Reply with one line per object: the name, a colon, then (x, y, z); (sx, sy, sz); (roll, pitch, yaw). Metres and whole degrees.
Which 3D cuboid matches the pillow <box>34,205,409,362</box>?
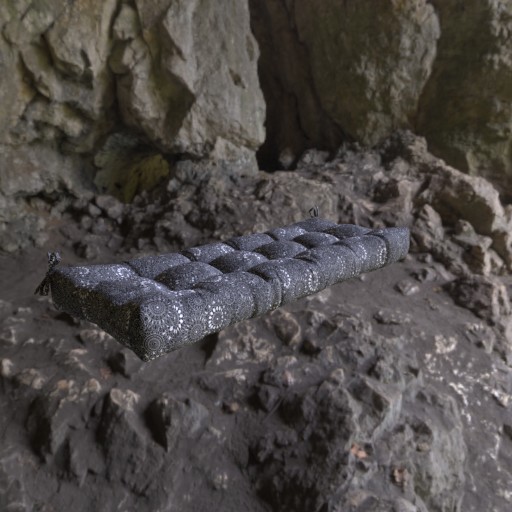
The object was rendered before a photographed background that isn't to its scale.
pillow: (0.000, 0.000, 1.386); (0.511, 0.174, 1.194); (14, 20, 42)
